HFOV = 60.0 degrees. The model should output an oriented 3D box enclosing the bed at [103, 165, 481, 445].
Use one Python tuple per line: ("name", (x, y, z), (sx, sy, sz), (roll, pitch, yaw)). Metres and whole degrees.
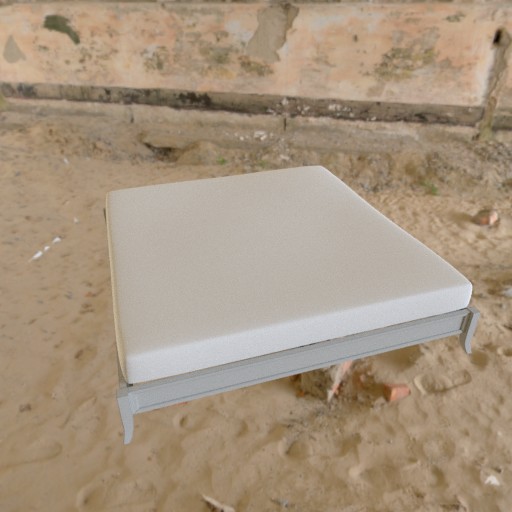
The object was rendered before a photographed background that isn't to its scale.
("bed", (0.000, 0.000, 3.093), (2.007, 0.510, 2.108), (-10, 32, -15))
